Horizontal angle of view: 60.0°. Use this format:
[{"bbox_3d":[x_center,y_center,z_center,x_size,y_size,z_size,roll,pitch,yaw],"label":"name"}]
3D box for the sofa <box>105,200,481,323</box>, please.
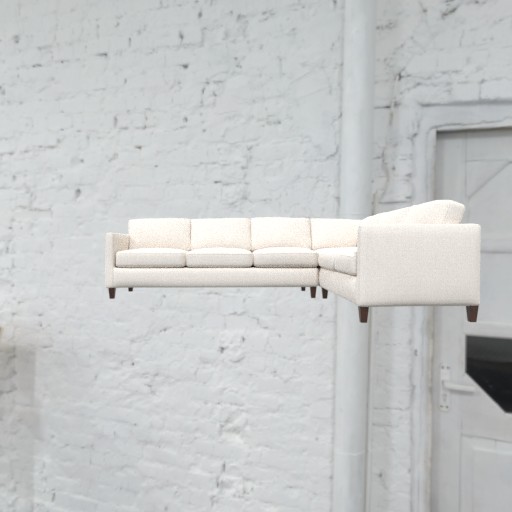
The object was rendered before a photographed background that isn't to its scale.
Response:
[{"bbox_3d":[0.000,0.000,4.495,3.302,0.947,2.593,0,1,-2],"label":"sofa"}]
